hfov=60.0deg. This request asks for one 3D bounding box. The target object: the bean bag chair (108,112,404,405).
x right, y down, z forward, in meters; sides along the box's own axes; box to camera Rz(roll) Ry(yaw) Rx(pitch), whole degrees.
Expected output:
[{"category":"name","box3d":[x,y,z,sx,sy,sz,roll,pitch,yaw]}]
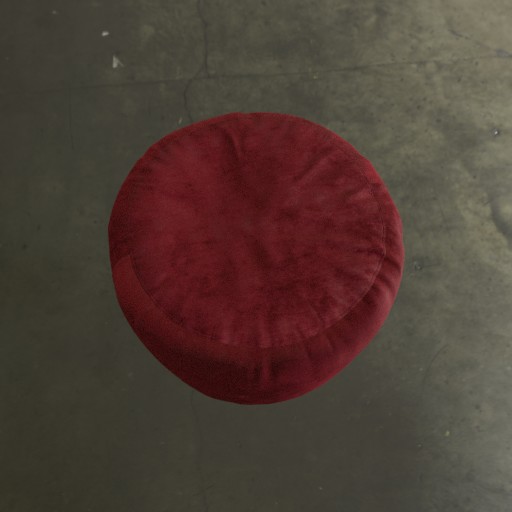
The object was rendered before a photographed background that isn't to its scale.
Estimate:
[{"category":"bean bag chair","box3d":[0.000,0.000,1.988,1.219,0.762,1.219,0,64,0]}]
